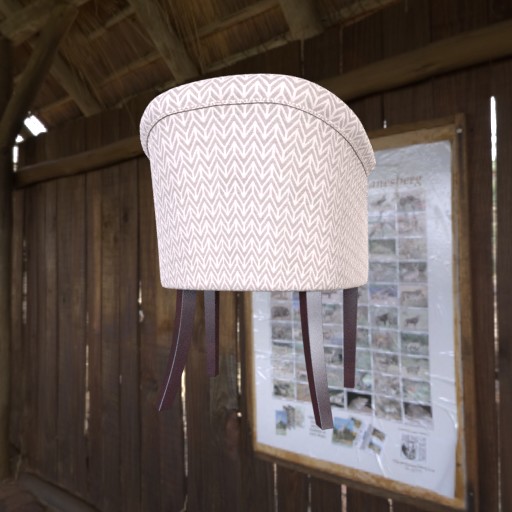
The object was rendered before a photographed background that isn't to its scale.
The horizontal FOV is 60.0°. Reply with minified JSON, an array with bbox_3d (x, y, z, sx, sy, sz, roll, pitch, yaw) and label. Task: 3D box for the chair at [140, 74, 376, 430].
[{"bbox_3d":[0.000,0.000,1.319,0.686,0.858,0.613,0,-1,18],"label":"chair"}]
